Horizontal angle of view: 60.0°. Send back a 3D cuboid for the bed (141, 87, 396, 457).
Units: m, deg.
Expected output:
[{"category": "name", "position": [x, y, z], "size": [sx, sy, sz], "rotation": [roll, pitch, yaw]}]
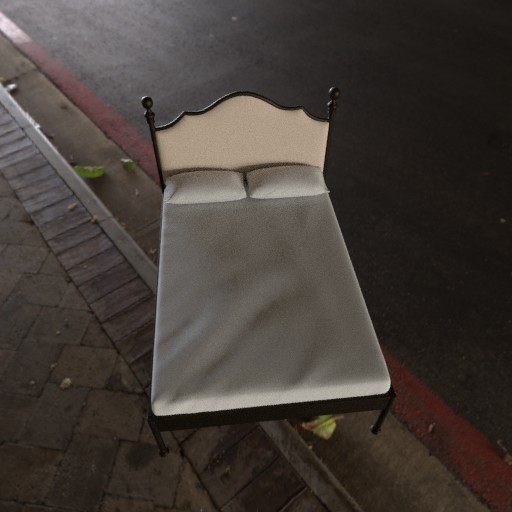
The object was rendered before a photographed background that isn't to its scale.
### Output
[{"category": "bed", "position": [0.000, 0.000, 3.197], "size": [1.533, 1.462, 2.170], "rotation": [-4, 47, -4]}]
